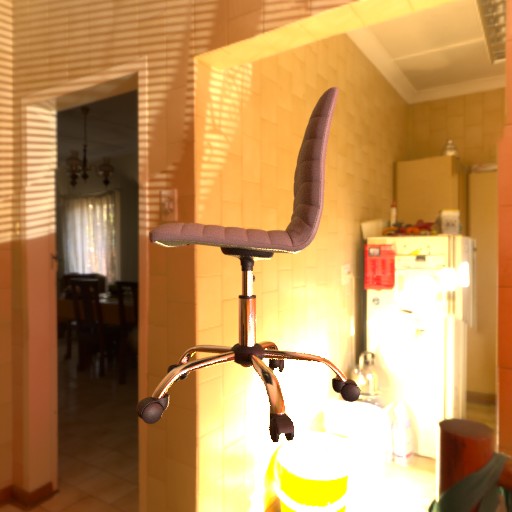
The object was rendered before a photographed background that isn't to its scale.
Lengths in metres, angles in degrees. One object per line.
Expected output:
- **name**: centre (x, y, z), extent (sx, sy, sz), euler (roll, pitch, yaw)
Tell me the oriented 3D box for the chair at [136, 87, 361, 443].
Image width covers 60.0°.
- **chair**: centre (0.000, 0.000, 1.156), extent (0.542, 0.750, 0.569), euler (0, 1, 2)
